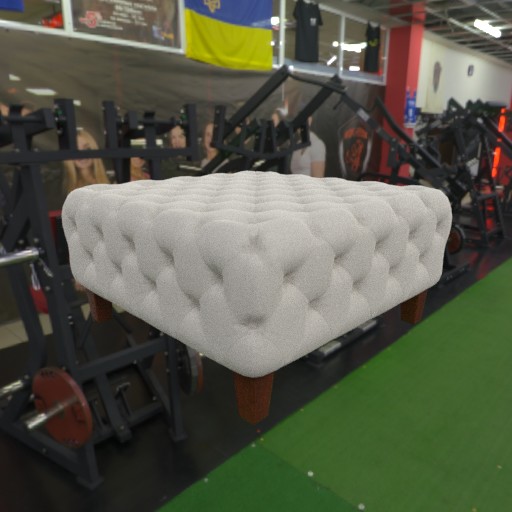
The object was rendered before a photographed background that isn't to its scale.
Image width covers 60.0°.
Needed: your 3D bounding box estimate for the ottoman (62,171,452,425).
[{"bbox_3d":[0.000,0.000,1.199,0.753,0.376,0.755,-15,22,-42],"label":"ottoman"}]
